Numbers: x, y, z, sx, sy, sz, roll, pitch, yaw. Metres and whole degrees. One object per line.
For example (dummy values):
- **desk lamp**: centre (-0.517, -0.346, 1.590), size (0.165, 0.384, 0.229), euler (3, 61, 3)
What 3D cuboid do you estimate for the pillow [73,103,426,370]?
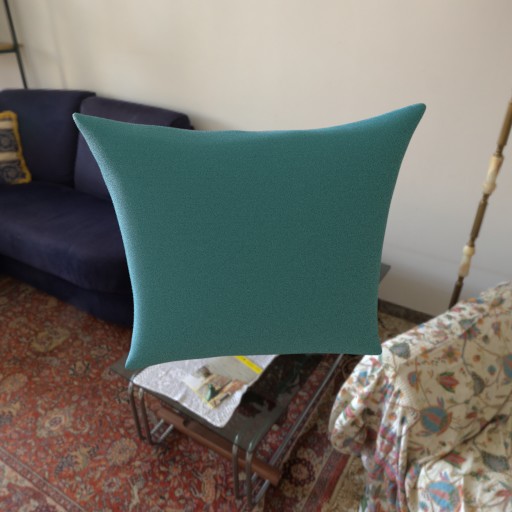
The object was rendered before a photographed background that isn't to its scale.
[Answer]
- **pillow**: centre (0.000, 0.000, 0.760), size (0.514, 0.497, 0.150), euler (-2, 31, -4)
